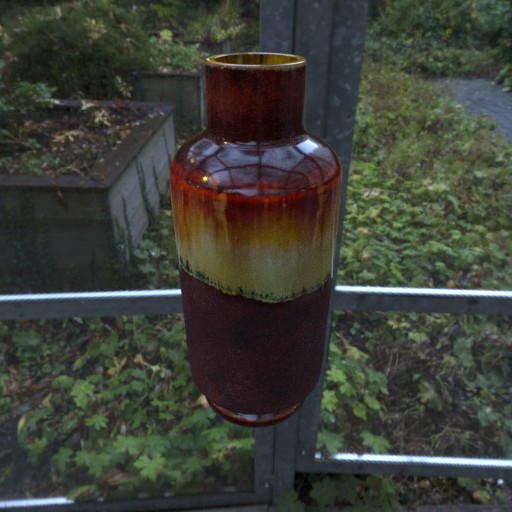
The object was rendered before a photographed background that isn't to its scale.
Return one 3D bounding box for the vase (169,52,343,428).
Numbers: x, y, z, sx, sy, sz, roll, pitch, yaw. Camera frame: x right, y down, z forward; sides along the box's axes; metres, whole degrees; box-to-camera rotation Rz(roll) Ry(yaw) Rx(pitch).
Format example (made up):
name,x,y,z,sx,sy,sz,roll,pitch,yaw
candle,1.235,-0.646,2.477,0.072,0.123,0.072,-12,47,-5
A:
name,x,y,z,sx,sy,sz,roll,pitch,yaw
vase,0.000,0.000,0.318,0.111,0.261,0.111,0,31,0
